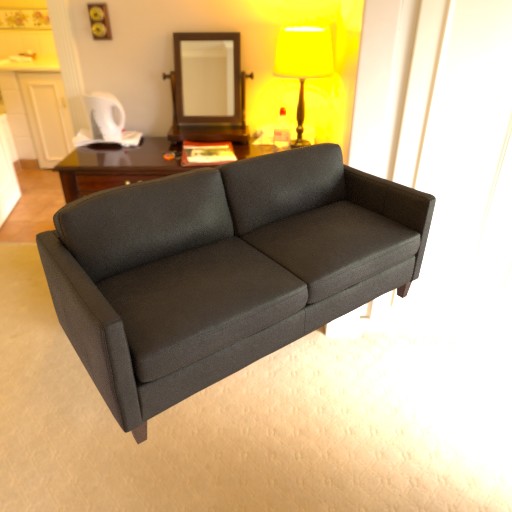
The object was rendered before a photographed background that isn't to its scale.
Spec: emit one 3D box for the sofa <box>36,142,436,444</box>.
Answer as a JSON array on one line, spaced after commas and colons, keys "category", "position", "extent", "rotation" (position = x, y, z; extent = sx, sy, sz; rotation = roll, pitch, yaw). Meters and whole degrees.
[{"category": "sofa", "position": [0.000, 0.000, 2.418], "extent": [1.971, 0.863, 0.933], "rotation": [-20, 36, -31]}]
